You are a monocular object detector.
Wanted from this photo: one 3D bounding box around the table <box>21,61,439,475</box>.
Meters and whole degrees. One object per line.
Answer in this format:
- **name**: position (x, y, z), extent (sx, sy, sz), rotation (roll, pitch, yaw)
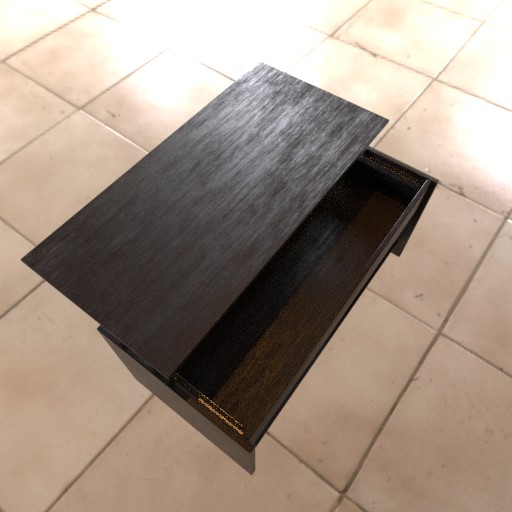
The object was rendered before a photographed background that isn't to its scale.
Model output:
- **table**: position (0.000, 0.000, 1.438), extent (0.712, 0.570, 1.000), rotation (32, 63, 18)
